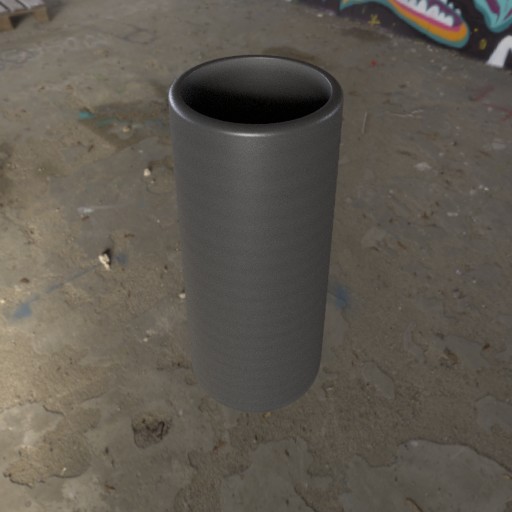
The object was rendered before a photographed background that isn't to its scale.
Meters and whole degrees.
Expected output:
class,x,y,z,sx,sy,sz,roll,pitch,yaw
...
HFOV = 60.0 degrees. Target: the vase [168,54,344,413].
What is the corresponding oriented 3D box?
class,x,y,z,sx,sy,sz,roll,pitch,yaw
vase,0.000,0.000,0.369,0.136,0.289,0.136,-16,47,-15
